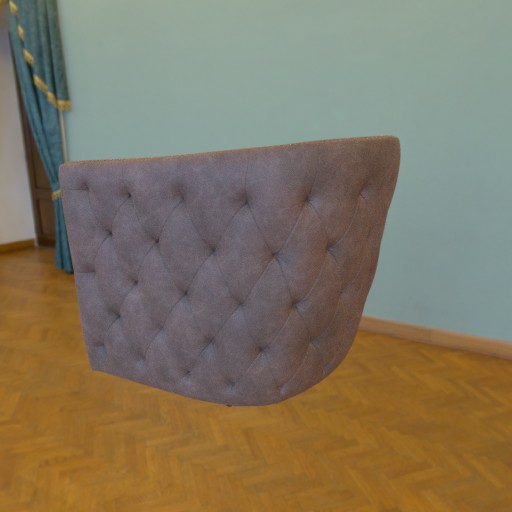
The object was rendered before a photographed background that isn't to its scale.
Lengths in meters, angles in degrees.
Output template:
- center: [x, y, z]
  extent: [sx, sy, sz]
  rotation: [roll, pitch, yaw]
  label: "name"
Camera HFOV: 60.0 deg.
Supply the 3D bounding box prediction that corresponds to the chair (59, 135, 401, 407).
- center: [0.000, 0.000, 1.504]
  extent: [0.870, 0.790, 0.850]
  rotation: [8, 17, 26]
  label: "chair"
